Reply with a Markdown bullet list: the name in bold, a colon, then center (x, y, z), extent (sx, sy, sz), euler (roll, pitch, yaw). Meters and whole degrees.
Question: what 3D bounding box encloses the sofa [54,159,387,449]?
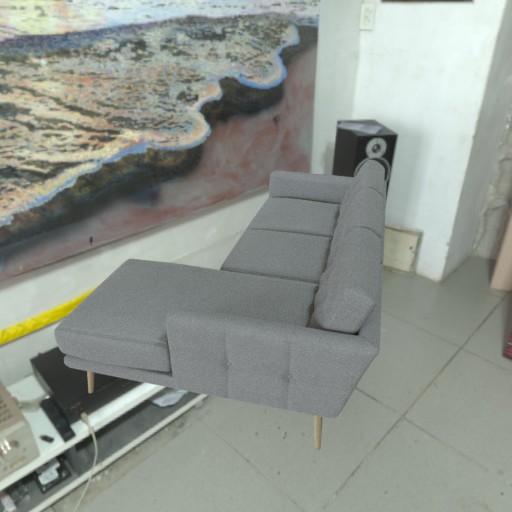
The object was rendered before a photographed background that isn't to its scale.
- **sofa**: center (0.000, 0.000, 2.831), extent (1.530, 0.860, 2.040), euler (8, 30, 13)
